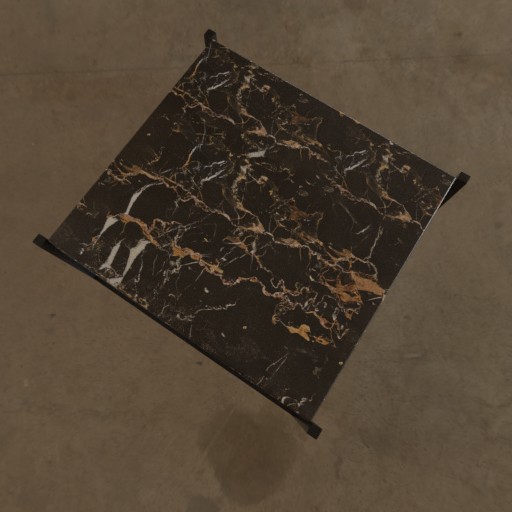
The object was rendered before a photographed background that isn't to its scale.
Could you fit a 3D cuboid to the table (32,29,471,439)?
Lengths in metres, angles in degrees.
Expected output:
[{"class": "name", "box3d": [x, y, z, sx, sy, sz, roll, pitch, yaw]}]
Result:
[{"class": "table", "box3d": [0.000, 0.000, 0.892, 0.469, 0.534, 0.432, 33, 77, 8]}]
